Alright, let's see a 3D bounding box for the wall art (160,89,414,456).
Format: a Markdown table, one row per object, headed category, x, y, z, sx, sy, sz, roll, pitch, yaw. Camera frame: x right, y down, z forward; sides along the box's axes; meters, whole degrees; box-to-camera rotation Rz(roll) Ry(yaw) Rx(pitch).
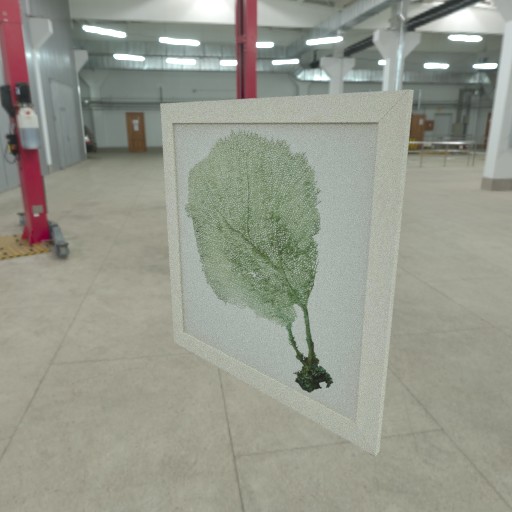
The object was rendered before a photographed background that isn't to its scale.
| category | x | y | z | sx | sy | sz | roll | pitch | yaw |
| --- | --- | --- | --- | --- | --- | --- | --- | --- | --- |
| wall art | 0.000 | 0.000 | 0.874 | 0.584 | 0.584 | 0.013 | 16 | 23 | 42 |
